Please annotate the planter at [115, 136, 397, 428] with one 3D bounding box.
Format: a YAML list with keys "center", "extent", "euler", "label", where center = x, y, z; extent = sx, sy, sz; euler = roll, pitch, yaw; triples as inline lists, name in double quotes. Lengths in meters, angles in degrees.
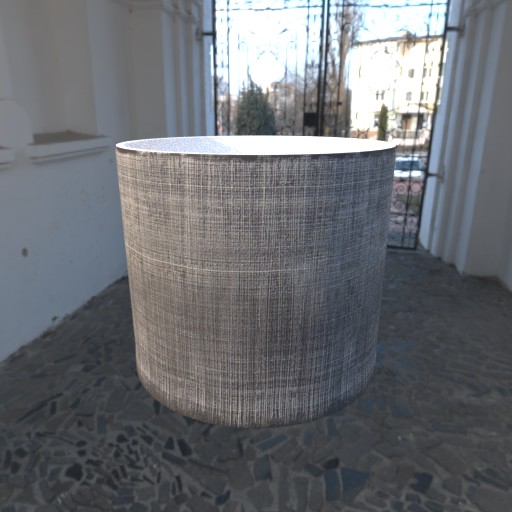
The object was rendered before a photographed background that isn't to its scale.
- center: [0.000, 0.000, 0.317]
  extent: [0.178, 0.157, 0.178]
  euler: [0, 18, 0]
  label: "planter"
